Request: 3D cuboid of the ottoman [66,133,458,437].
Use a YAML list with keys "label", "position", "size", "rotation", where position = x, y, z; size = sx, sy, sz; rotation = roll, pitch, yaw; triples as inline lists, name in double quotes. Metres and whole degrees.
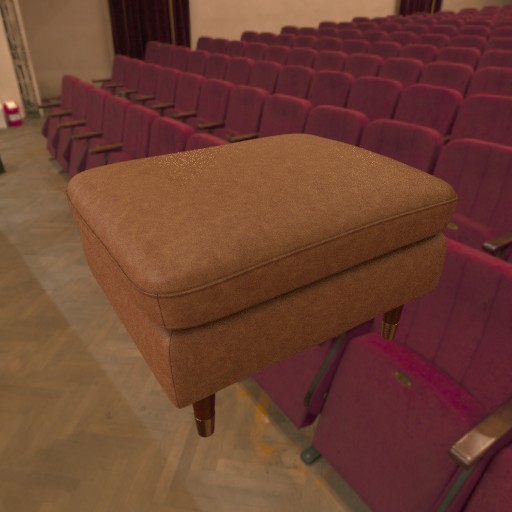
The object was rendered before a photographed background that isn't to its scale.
- label: "ottoman"
  position: [0.000, 0.000, 1.089]
  size: [0.747, 0.478, 0.593]
  rotation: [-18, 34, -29]
